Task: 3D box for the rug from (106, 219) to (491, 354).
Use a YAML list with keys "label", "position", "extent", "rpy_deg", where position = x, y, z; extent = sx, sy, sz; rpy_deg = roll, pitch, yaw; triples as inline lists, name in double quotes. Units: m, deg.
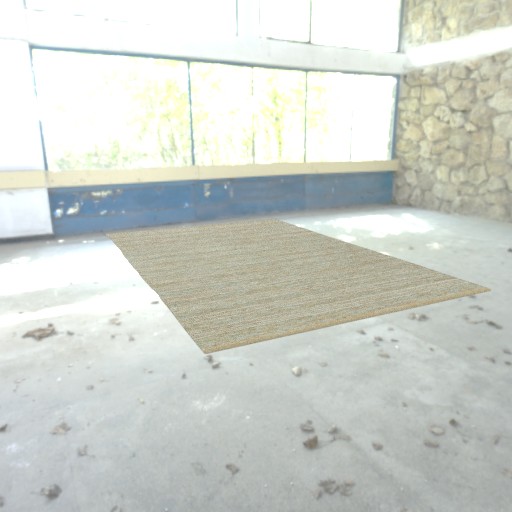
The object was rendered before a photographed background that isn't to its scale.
- label: "rug"
  position: [0.000, 0.000, 2.322]
  extent: [1.240, 0.010, 1.824]
  rpy_deg: [-7, 16, -26]
